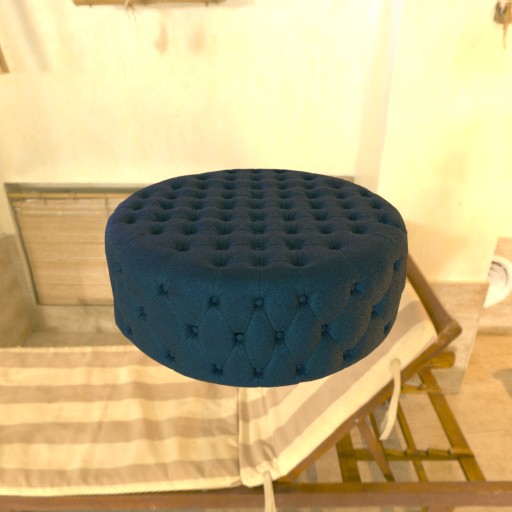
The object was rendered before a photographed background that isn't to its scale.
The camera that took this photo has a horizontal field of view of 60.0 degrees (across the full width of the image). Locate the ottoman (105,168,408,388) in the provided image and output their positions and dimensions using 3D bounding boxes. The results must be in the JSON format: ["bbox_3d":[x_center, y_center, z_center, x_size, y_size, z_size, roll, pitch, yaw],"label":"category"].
[{"bbox_3d":[0.000,0.000,1.560,0.998,0.398,0.998,0,27,0],"label":"ottoman"}]
